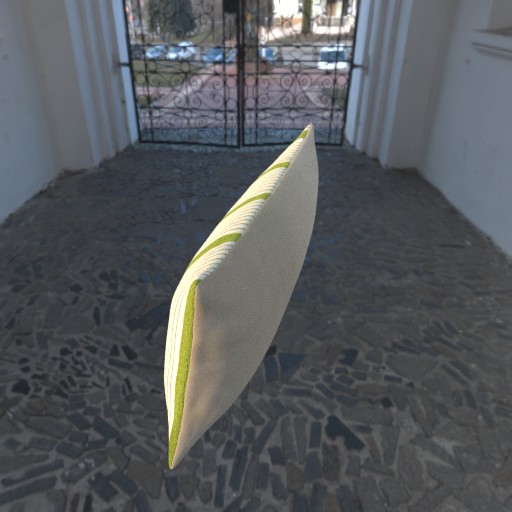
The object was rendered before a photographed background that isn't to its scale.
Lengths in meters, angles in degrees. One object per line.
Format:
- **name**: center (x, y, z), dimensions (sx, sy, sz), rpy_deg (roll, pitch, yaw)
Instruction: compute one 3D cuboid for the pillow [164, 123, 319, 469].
- **pillow**: center (0.000, 0.000, 0.729), dimensions (0.156, 0.292, 0.608), rpy_deg (8, 31, 14)
